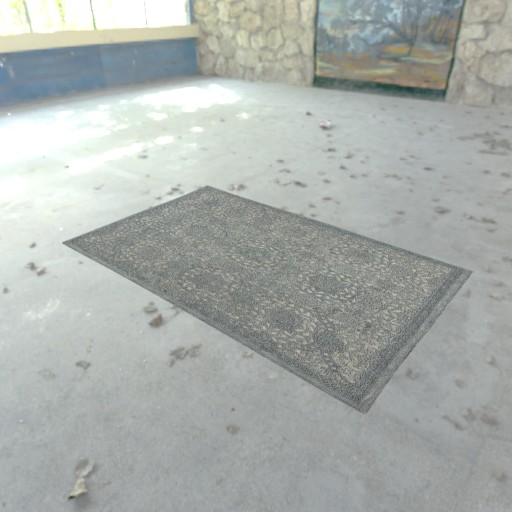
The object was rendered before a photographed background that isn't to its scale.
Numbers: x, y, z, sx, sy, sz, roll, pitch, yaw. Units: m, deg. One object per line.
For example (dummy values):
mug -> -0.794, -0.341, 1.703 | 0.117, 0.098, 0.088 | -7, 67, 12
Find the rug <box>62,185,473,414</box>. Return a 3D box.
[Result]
rug -> 0.000, 0.000, 3.130 | 2.498, 0.022, 1.535 | 22, 37, 33
